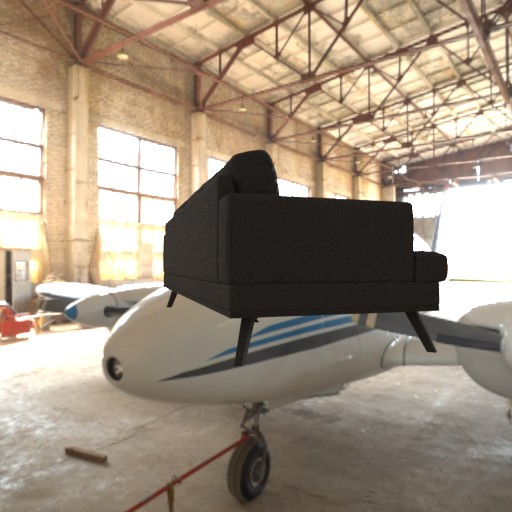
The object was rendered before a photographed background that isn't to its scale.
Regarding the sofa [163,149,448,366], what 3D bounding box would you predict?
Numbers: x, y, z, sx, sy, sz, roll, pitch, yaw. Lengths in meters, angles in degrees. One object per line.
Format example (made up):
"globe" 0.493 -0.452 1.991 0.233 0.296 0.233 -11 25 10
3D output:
"sofa" 0.000 0.000 2.735 0.920 0.810 2.310 0 -1 -17
